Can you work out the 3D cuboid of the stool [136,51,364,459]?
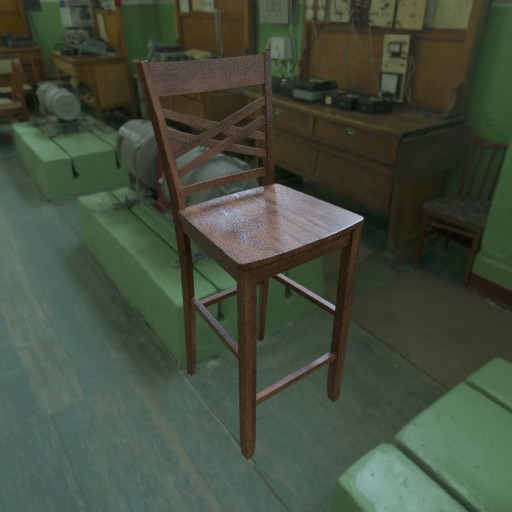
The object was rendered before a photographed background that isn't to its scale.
[{"bbox_3d":[0.000,0.000,1.377,0.433,1.105,0.487,-20,36,-31],"label":"stool"}]
